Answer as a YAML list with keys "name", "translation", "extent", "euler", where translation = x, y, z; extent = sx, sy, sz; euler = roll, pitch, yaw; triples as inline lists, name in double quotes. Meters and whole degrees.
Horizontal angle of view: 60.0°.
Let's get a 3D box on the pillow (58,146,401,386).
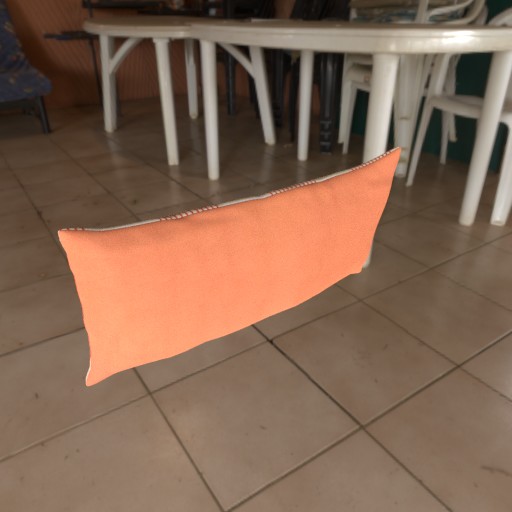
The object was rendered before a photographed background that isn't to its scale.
- name: "pillow"
  translation: [0.000, 0.000, 0.752]
  extent: [0.608, 0.292, 0.156]
  euler: [-19, 34, -30]
